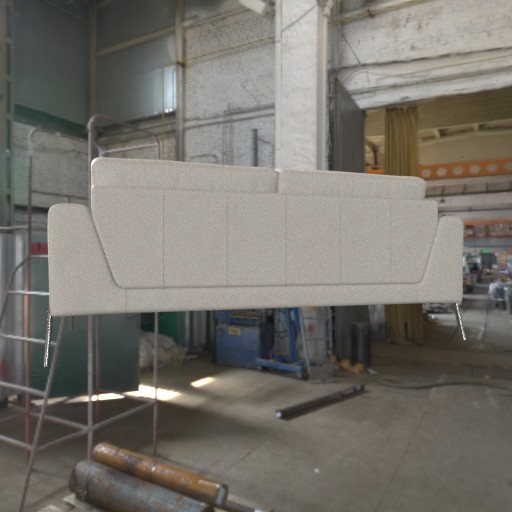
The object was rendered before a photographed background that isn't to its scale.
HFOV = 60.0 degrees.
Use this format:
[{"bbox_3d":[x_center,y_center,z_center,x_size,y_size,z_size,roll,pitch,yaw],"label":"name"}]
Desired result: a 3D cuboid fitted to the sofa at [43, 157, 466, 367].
[{"bbox_3d":[0.000,0.000,2.472,2.017,0.875,0.953,0,0,-17],"label":"sofa"}]
